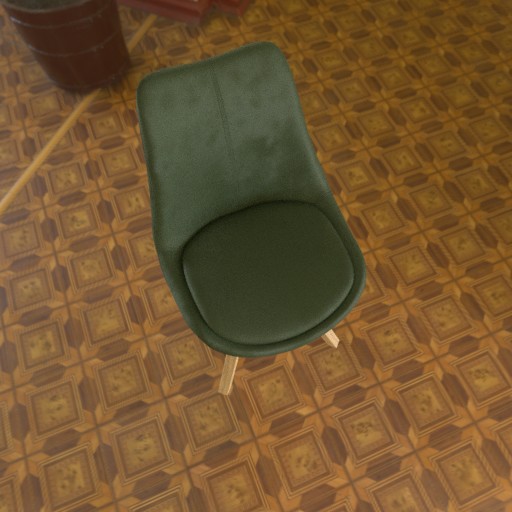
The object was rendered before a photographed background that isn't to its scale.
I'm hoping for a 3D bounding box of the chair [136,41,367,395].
[{"bbox_3d":[0.000,0.000,1.181,0.483,0.865,0.547,-21,65,-10],"label":"chair"}]
